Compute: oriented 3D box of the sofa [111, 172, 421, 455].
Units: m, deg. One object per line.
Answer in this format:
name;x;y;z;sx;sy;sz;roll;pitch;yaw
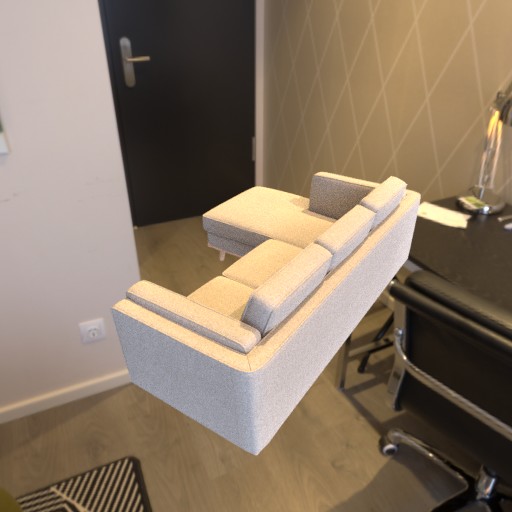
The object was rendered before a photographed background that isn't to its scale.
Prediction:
sofa;0.000;0.000;3.186;1.604;0.929;2.411;19;35;29
